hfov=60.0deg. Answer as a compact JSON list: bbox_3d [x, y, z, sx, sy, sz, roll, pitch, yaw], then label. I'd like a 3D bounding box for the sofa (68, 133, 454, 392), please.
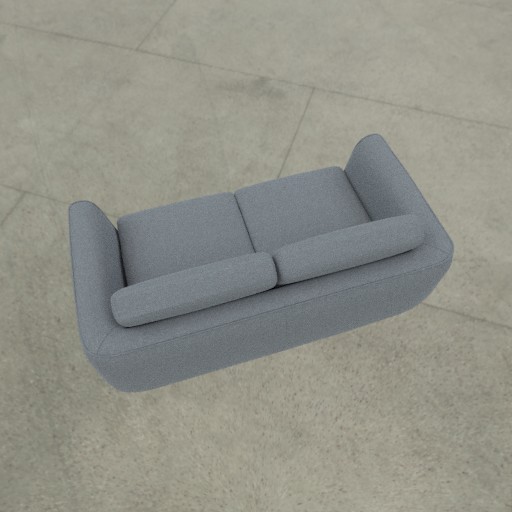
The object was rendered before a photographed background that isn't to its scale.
[{"bbox_3d":[0.000,0.000,2.234,1.700,0.850,0.920,-15,59,-9],"label":"sofa"}]
